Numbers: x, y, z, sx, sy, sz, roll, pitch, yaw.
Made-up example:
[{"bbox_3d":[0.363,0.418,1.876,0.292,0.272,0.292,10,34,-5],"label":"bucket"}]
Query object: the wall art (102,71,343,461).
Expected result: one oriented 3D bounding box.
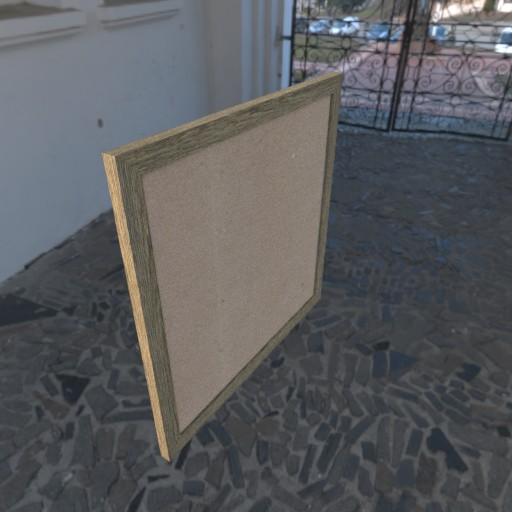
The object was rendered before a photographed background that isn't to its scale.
[{"bbox_3d":[0.000,0.000,0.750,0.019,0.508,0.508,21,38,29],"label":"wall art"}]
